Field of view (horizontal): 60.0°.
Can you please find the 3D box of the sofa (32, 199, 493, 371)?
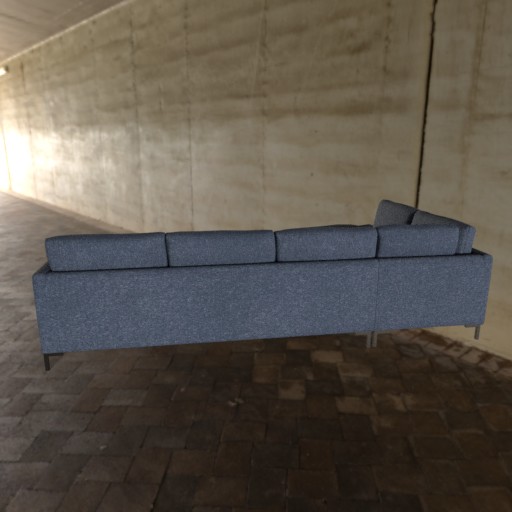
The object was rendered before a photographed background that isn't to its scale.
[{"bbox_3d":[0.000,0.000,3.724,2.949,0.815,2.007,-2,15,-9],"label":"sofa"}]
